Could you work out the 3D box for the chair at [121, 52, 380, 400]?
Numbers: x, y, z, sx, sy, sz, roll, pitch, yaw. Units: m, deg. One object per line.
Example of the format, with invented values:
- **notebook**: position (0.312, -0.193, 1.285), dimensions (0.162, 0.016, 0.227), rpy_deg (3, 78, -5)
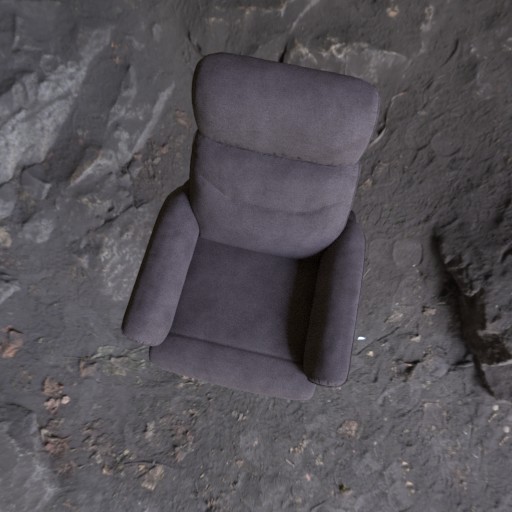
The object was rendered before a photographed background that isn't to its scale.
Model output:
- **chair**: position (0.000, 0.000, 1.714), dimensions (0.830, 1.036, 1.009), rpy_deg (12, 76, 3)
